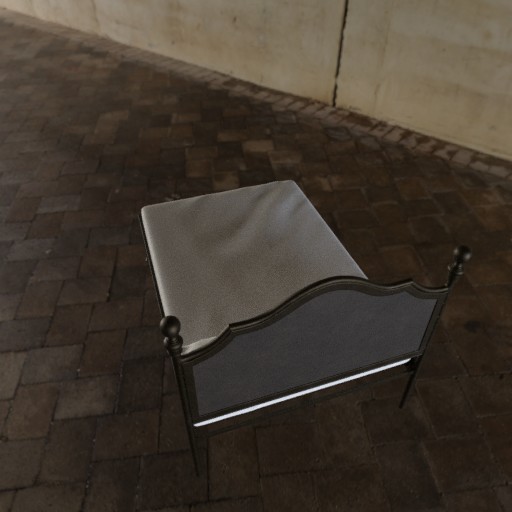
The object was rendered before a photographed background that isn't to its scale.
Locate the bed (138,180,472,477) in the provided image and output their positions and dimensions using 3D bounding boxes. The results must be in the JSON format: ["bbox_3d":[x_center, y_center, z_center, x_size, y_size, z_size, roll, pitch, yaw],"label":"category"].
[{"bbox_3d":[0.000,0.000,3.199,1.533,1.462,2.170,-12,43,-14],"label":"bed"}]
